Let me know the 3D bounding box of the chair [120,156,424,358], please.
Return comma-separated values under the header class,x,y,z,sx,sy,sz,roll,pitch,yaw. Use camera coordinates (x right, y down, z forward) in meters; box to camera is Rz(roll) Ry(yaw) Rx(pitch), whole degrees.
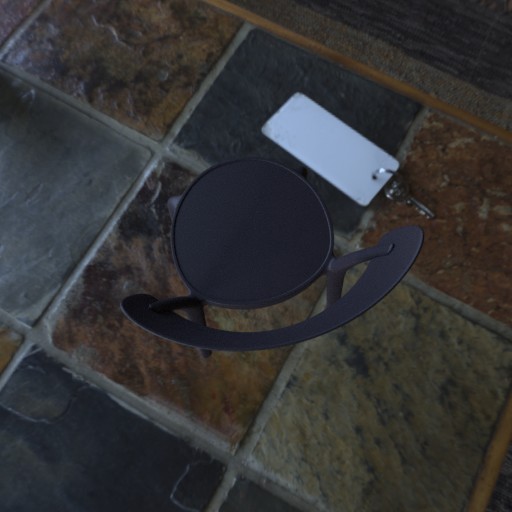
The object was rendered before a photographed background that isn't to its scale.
class,x,y,z,sx,sy,sz,roll,pitch,yaw
chair,0.000,0.000,1.110,0.506,0.790,0.491,-14,76,-4
